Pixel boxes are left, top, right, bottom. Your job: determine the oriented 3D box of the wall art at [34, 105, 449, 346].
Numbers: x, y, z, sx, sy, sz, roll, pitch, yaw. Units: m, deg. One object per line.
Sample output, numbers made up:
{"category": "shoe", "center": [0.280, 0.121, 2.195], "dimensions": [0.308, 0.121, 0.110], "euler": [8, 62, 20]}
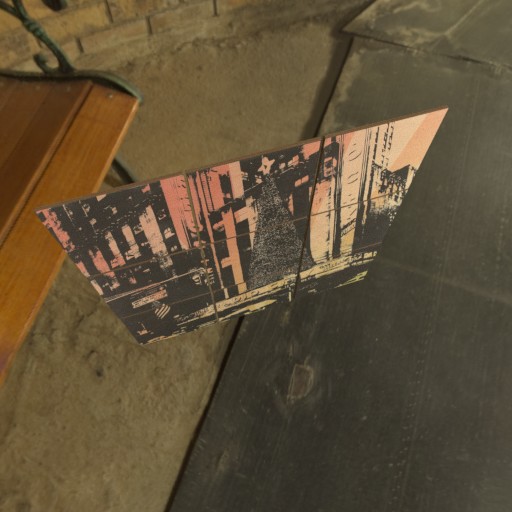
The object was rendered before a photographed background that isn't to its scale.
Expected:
{"category": "wall art", "center": [0.000, 0.000, 1.344], "dimensions": [0.919, 0.917, 0.010], "euler": [-16, 63, -8]}
